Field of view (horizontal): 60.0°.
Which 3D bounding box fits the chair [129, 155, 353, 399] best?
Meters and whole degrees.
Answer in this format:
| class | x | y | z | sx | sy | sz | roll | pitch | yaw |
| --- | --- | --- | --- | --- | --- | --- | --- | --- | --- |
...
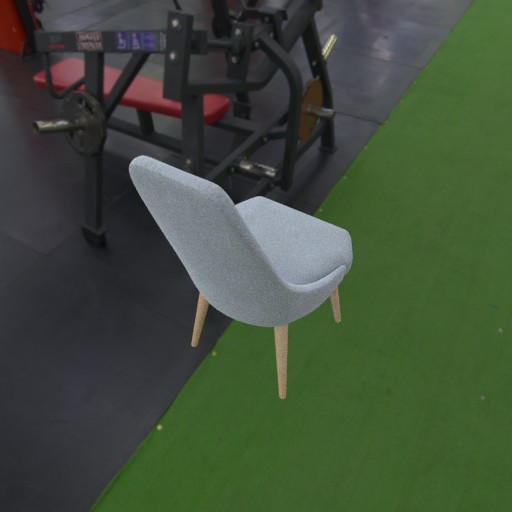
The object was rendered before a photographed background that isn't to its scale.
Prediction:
| class | x | y | z | sx | sy | sz | roll | pitch | yaw |
| --- | --- | --- | --- | --- | --- | --- | --- | --- | --- |
| chair | 0.000 | 0.000 | 1.441 | 0.510 | 1.040 | 0.660 | 25 | 51 | 22 |
